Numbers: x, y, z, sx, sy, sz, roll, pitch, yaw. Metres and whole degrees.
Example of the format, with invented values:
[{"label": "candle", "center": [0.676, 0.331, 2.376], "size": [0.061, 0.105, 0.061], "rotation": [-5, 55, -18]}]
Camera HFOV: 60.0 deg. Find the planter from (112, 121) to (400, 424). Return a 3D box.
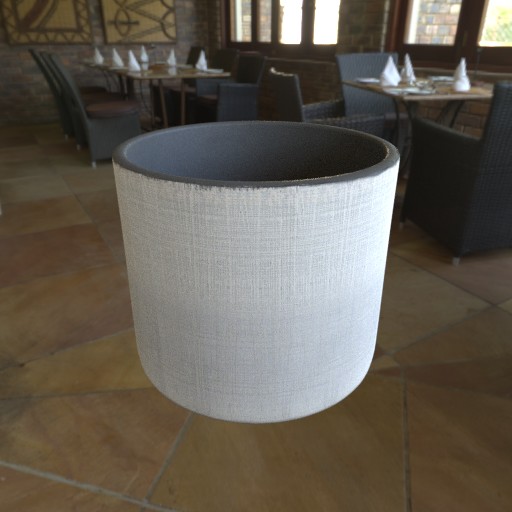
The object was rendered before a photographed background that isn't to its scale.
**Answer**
[{"label": "planter", "center": [0.000, 0.000, 0.399], "size": [0.226, 0.201, 0.226], "rotation": [0, 26, 0]}]
